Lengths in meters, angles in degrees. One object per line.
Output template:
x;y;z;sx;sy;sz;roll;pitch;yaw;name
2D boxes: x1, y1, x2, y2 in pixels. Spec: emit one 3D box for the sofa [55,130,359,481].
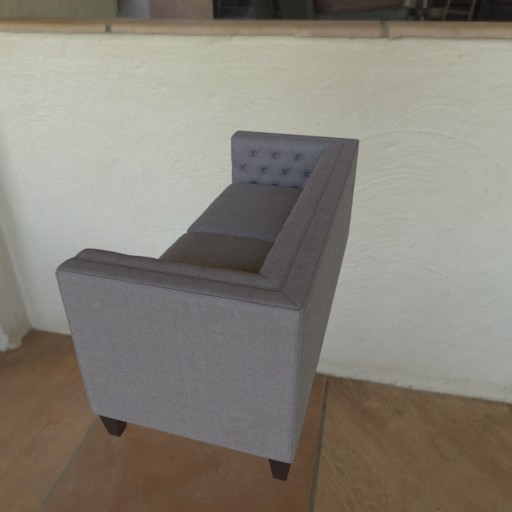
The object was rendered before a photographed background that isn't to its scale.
0.000;0.000;2.173;0.775;0.762;1.778;8;31;14;sofa
